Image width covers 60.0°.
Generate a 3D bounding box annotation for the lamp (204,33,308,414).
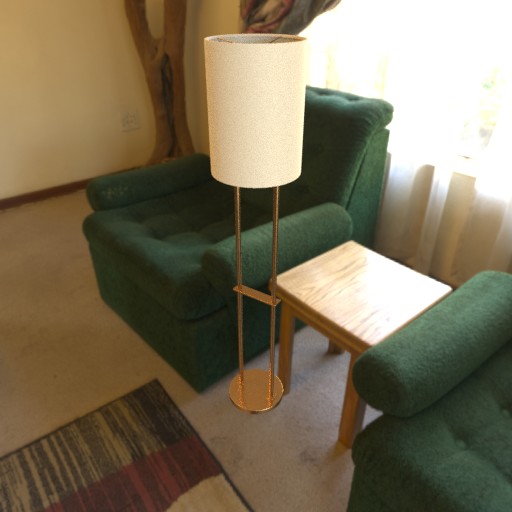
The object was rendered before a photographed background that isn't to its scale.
[{"bbox_3d":[0.000,0.000,1.694,0.306,1.500,0.305,19,36,28],"label":"lamp"}]
